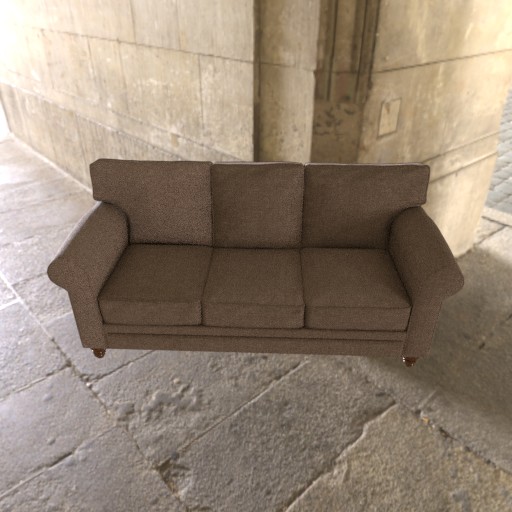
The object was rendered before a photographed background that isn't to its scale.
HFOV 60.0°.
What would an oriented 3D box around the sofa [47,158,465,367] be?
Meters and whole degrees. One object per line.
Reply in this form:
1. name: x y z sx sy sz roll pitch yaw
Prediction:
1. sofa: 0.000 0.000 2.617 2.084 0.961 0.916 1 31 2
